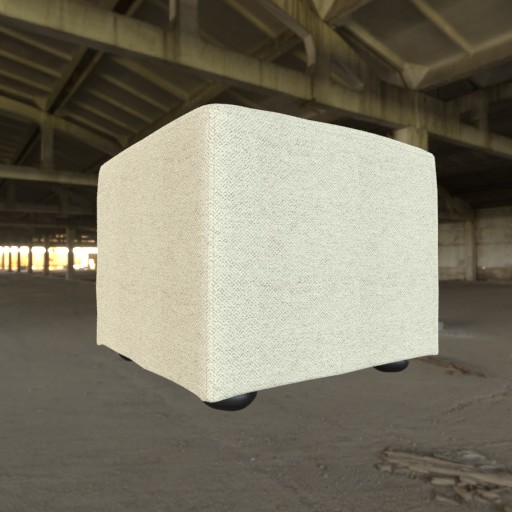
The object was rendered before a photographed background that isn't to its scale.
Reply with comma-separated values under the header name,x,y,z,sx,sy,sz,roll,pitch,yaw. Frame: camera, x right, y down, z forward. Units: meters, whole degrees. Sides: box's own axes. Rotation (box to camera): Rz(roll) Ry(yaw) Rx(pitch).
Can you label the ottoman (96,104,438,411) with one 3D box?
name,x,y,z,sx,sy,sz,roll,pitch,yaw
ottoman,0.000,0.000,0.912,0.512,0.453,0.521,0,-1,-35
